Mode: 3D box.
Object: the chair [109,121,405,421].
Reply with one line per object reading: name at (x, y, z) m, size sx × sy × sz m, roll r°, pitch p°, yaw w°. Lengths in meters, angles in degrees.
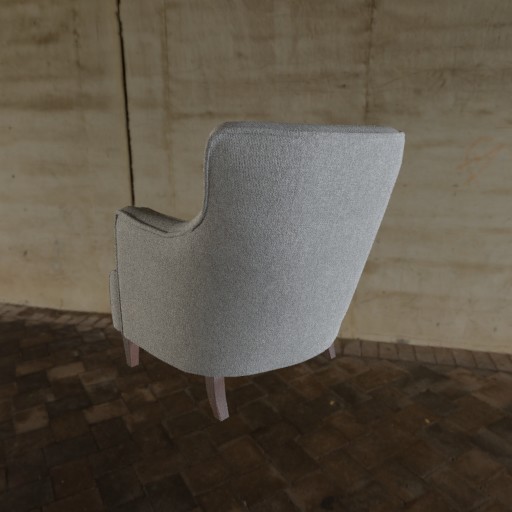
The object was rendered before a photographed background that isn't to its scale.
chair at (0.000, 0.000, 1.601) m, size 0.820 × 0.920 × 0.910 m, roll -14°, pitch 21°, yaw -42°
